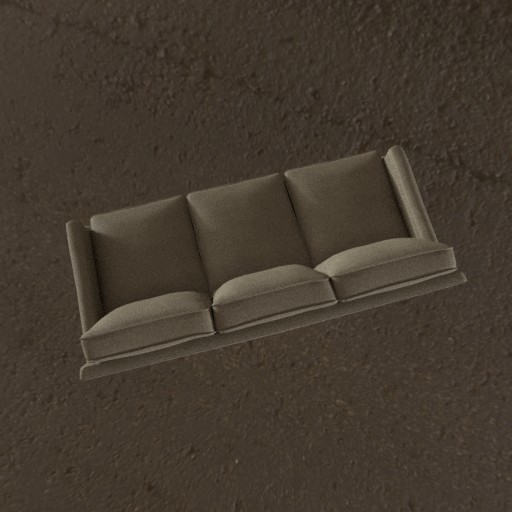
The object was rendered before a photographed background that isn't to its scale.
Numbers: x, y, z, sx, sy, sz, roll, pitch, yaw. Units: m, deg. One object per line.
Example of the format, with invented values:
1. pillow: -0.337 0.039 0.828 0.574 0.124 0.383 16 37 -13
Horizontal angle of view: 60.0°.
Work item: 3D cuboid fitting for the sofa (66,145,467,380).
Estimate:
1. sofa: 0.000 0.000 2.858 2.246 1.003 1.084 -14 75 -4
